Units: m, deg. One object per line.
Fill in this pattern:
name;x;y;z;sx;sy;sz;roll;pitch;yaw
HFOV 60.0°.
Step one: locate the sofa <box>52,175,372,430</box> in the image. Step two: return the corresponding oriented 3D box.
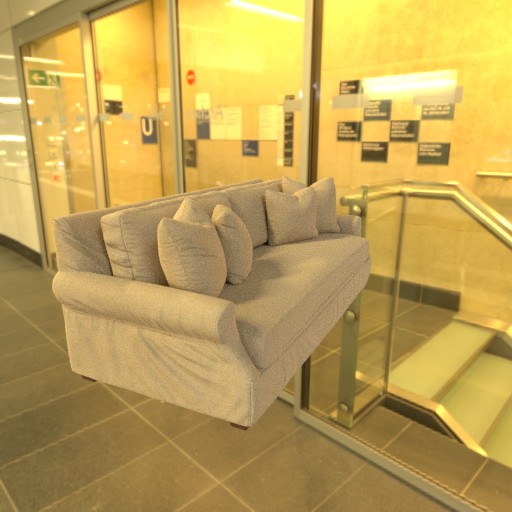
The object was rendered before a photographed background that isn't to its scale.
sofa;0.000;0.000;2.833;1.067;0.904;2.285;7;17;25
